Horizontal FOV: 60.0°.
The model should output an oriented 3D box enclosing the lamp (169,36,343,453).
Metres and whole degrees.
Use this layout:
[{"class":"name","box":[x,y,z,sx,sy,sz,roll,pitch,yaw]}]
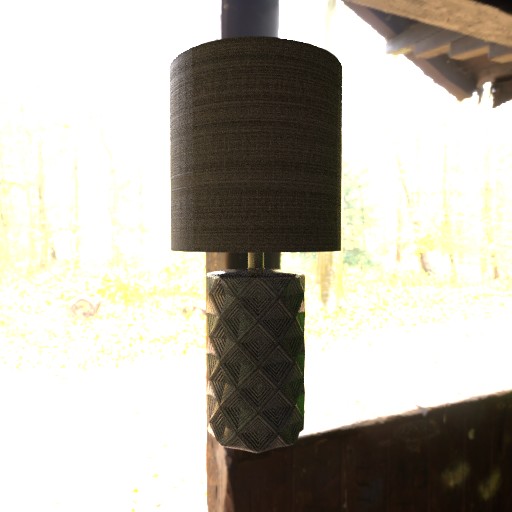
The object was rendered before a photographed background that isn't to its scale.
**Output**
[{"class":"lamp","box":[0.000,0.000,0.705,0.269,0.566,0.268,1,2,36]}]
